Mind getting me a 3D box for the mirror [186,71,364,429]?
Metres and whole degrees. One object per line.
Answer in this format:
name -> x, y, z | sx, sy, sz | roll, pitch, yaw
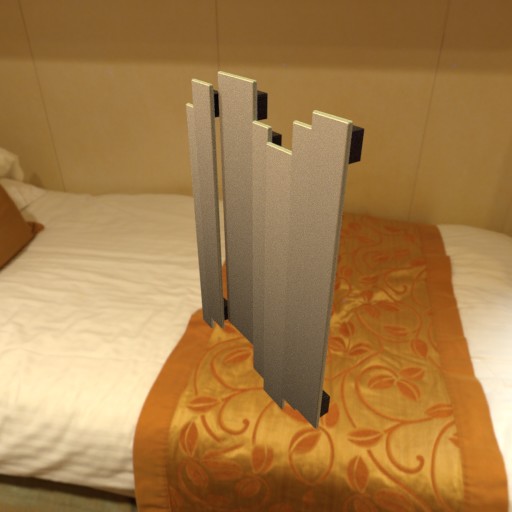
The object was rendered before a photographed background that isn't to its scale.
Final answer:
mirror -> 0.000, 0.000, 0.820 | 0.058, 0.611, 0.445 | -20, 37, -29
